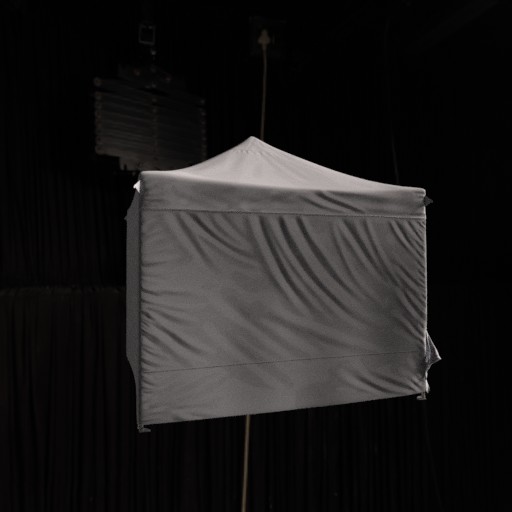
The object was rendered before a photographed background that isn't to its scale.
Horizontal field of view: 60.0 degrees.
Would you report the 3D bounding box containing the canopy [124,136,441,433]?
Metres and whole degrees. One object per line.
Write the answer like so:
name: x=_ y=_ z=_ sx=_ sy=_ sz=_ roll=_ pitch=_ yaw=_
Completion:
canopy: x=0.000 y=0.000 z=5.590 sx=3.121 sy=2.997 sz=3.043 roll=0 pitch=-1 yaw=-18
